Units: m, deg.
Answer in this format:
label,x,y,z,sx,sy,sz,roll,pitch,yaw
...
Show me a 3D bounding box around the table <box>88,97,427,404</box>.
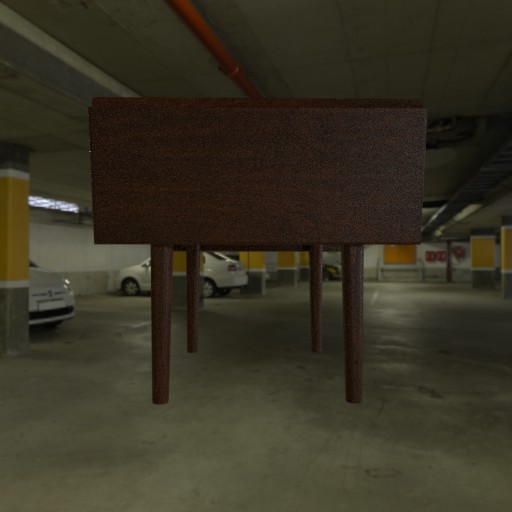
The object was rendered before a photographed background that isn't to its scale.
label,x,y,z,sx,sy,sz,roll,pitch,yaw
table,0.000,0.000,1.472,0.812,0.763,0.843,0,-1,-1
